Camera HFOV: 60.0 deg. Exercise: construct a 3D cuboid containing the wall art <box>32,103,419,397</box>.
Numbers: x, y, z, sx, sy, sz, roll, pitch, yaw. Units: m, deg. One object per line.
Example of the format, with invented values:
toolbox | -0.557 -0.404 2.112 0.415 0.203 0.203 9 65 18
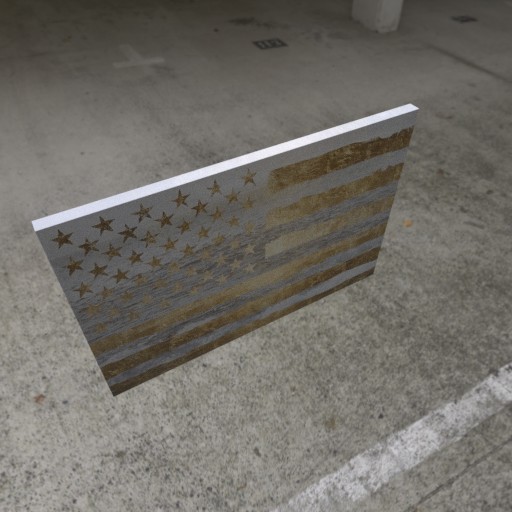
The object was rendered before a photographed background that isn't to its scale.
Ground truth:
wall art | 0.000 0.000 1.458 1.145 0.762 0.041 -22 49 -20
